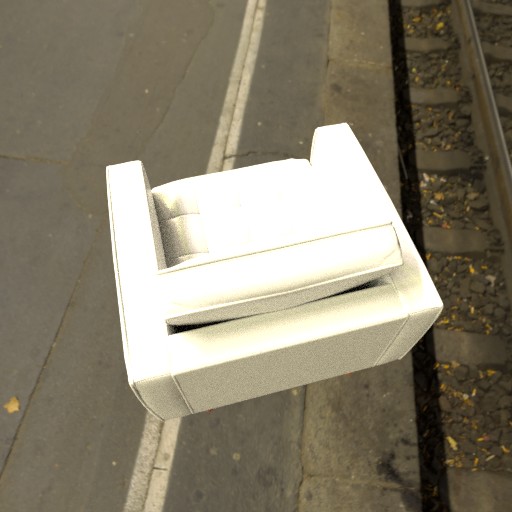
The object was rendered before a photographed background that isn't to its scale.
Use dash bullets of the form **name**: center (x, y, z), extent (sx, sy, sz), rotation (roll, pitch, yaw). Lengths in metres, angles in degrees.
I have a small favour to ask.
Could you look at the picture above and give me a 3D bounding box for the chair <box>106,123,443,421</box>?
- **chair**: center (0.000, 0.000, 1.554), extent (0.928, 0.773, 0.843), rotation (-12, 59, -8)
